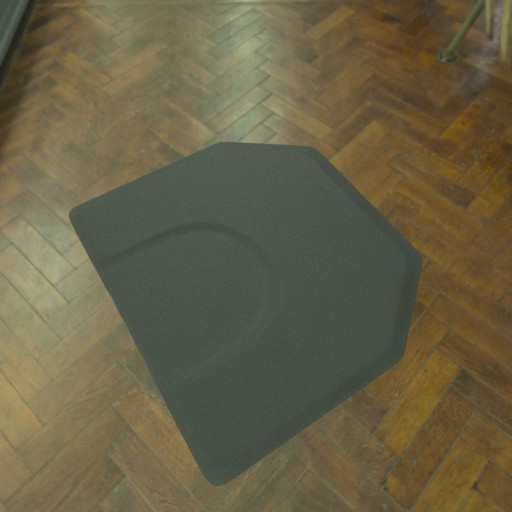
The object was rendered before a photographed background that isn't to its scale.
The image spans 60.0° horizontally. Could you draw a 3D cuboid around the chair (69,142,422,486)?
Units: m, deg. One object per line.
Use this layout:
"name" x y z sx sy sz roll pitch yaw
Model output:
"chair" 0.000 0.000 1.915 1.219 0.024 1.372 -29 63 -17
